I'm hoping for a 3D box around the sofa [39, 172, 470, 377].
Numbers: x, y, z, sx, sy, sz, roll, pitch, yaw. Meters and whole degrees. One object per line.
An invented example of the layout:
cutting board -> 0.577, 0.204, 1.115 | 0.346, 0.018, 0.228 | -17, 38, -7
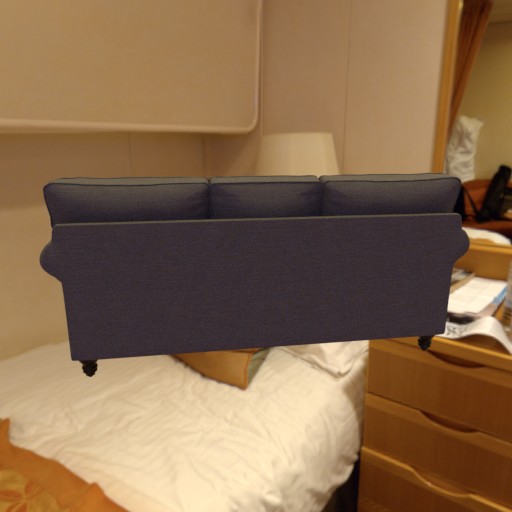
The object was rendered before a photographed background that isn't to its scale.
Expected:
sofa -> 0.000, 0.000, 2.553 | 2.084, 0.966, 0.909 | -2, 15, -9
